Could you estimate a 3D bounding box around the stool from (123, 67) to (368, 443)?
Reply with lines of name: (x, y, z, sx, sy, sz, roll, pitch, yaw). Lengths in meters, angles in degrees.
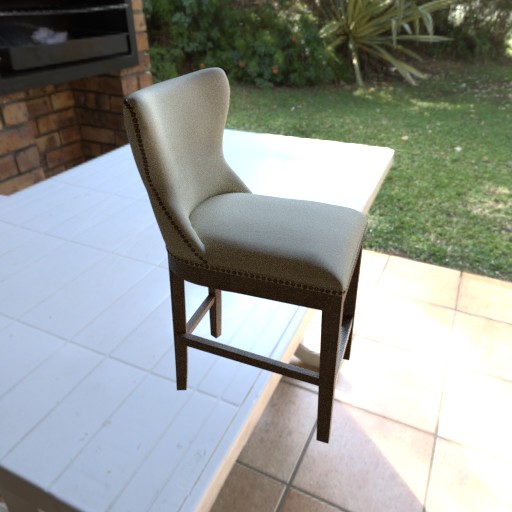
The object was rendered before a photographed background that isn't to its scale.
stool: (0.000, 0.000, 1.337, 0.608, 0.981, 0.498, 10, 33, 17)
